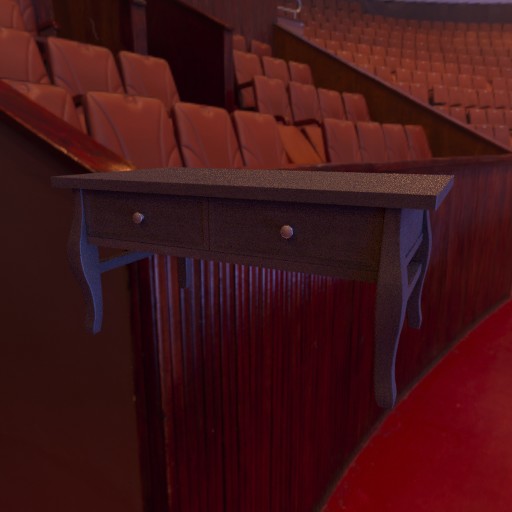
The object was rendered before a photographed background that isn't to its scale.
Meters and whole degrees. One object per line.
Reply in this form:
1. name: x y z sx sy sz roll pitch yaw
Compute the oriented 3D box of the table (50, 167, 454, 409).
1. table: 0.000 0.000 1.389 1.062 0.494 0.600 7 16 25
